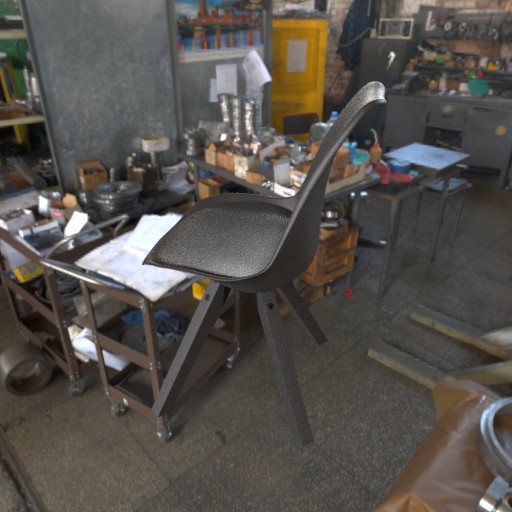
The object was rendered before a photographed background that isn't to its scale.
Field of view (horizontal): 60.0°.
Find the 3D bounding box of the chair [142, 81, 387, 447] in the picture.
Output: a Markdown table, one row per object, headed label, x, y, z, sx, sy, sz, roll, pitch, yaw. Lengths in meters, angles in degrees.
| label | x | y | z | sx | sy | sz | roll | pitch | yaw |
| --- | --- | --- | --- | --- | --- | --- | --- | --- | --- |
| chair | 0.000 | 0.000 | 1.170 | 0.550 | 0.850 | 0.485 | 7 | 30 | 11 |
